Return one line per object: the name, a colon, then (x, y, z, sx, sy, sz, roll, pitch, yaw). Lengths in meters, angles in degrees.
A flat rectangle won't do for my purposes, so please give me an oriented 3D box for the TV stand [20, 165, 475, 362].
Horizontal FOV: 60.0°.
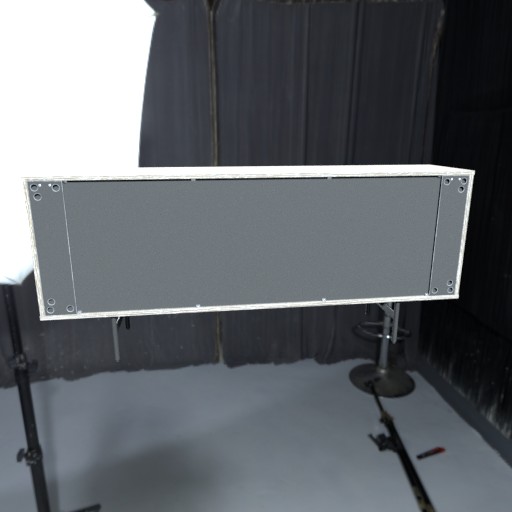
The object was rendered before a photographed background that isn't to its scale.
TV stand: (0.000, 0.000, 2.043, 1.804, 0.787, 0.405, -2, 16, -8)
